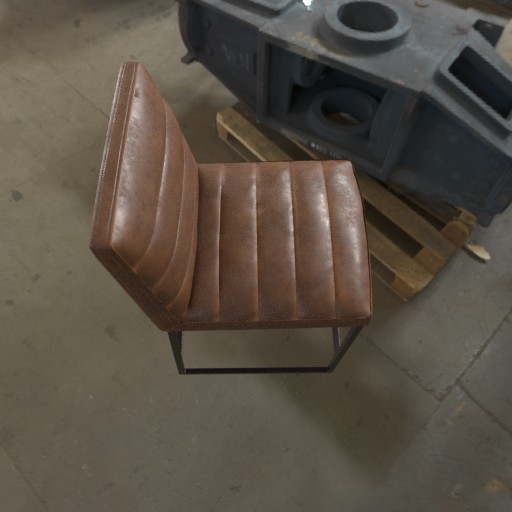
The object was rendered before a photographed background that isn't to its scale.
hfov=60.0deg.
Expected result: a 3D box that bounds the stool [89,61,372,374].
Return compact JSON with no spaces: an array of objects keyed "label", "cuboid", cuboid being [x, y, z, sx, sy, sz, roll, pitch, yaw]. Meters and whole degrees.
[{"label":"stool","cuboid":[0.000,0.000,1.216,0.562,0.942,0.463,-1,63,0]}]
